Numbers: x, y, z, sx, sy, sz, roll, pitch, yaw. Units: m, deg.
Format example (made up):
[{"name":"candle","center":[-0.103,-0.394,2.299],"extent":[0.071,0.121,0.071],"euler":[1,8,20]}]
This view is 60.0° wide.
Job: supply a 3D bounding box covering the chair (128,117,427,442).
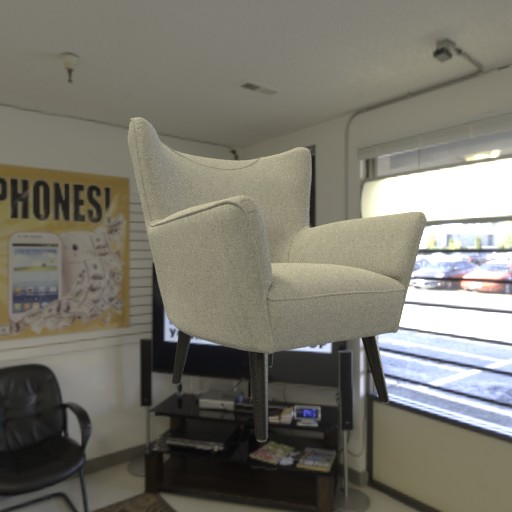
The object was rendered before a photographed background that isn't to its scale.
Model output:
[{"name":"chair","center":[0.000,0.000,1.562],"extent":[0.781,0.933,0.888],"euler":[0,1,-36]}]
